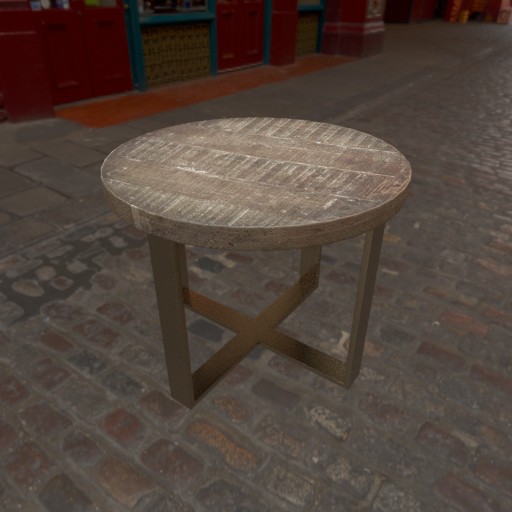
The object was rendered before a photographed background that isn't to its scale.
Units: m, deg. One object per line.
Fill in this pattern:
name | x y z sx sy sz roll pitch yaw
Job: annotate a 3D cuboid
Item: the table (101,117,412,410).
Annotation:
table | 0.000 0.000 0.943 0.557 0.437 0.557 0 32 0
